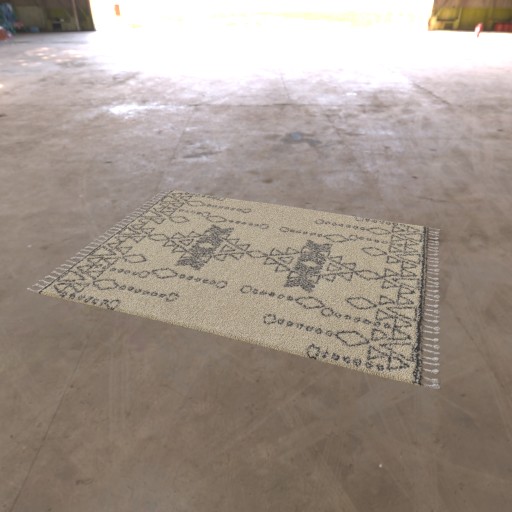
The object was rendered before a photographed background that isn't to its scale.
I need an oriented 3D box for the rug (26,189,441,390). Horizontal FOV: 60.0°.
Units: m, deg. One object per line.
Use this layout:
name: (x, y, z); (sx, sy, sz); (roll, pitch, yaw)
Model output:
rug: (0.000, 0.000, 3.839); (3.027, 0.028, 2.125); (10, 33, 16)
